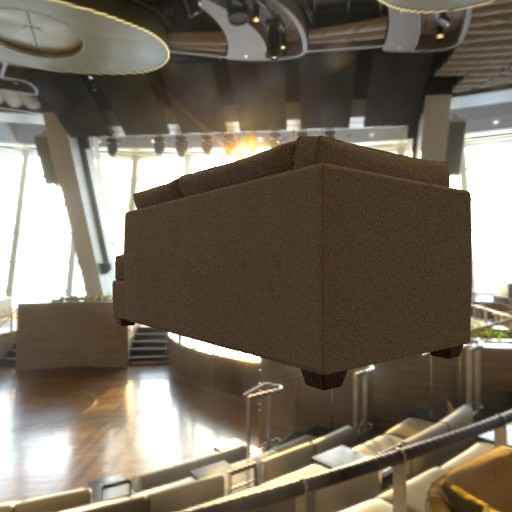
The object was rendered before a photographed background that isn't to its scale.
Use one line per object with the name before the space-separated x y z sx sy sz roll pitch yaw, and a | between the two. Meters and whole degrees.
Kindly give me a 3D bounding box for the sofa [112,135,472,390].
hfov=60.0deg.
sofa | 0.000 0.000 2.786 1.110 1.019 2.238 1 -1 -37
